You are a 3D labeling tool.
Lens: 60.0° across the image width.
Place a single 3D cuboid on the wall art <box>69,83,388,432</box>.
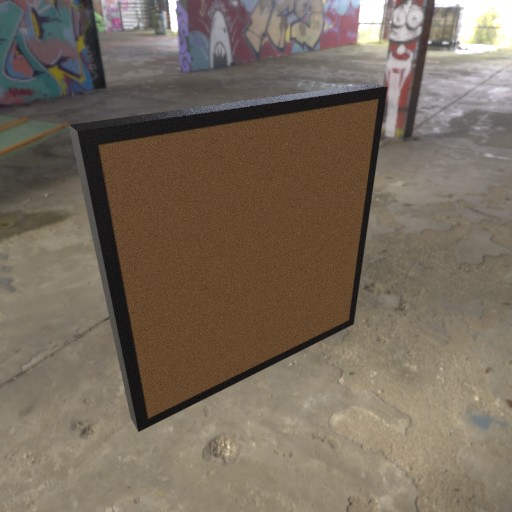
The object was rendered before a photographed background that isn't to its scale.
[{"bbox_3d":[0.000,0.000,0.757,0.506,0.506,0.037,-19,35,-29],"label":"wall art"}]
